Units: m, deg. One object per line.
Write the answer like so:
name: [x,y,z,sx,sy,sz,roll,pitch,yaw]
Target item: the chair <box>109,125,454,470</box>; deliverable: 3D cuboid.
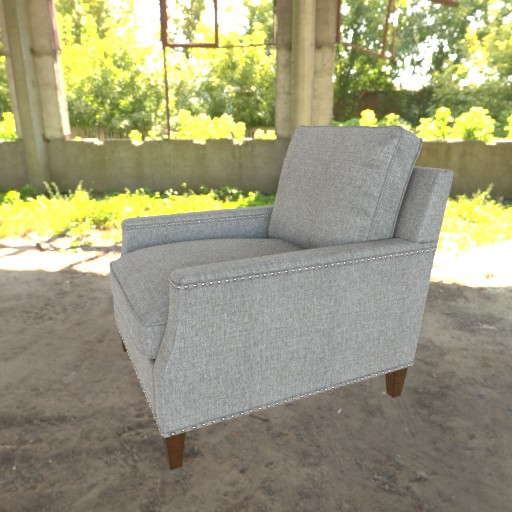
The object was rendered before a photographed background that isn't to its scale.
chair: [0.000,0.000,1.658,1.014,0.943,0.853,-8,18,-24]
